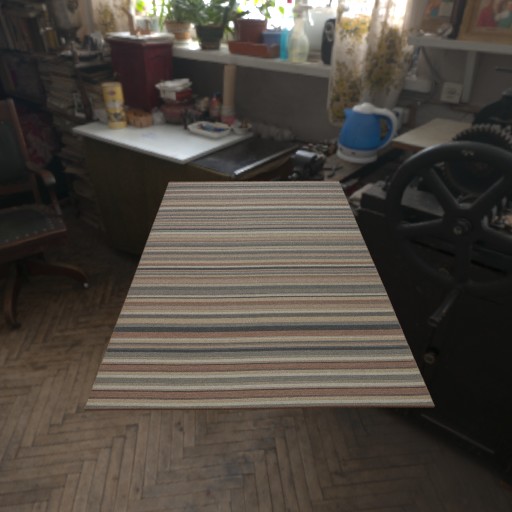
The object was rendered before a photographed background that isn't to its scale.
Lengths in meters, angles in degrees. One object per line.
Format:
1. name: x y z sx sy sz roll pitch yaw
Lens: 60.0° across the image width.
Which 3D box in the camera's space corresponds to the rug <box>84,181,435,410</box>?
1. rug: 0.000 0.000 2.944 1.523 0.014 2.438 0 33 -1
